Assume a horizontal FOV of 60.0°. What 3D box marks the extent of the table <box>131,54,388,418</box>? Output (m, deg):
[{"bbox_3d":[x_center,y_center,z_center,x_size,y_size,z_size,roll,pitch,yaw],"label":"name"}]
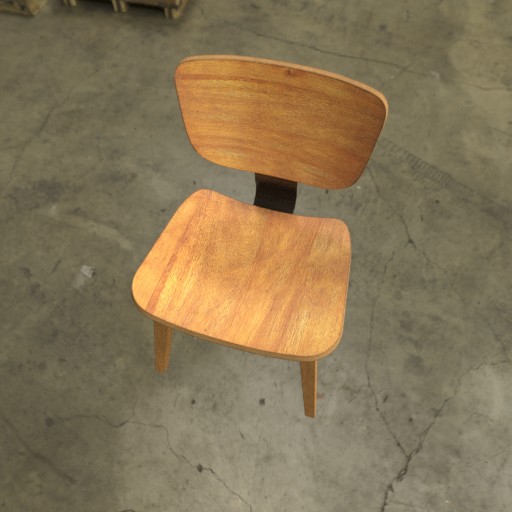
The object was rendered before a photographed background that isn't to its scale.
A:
[{"bbox_3d":[0.000,0.000,1.105,0.499,0.805,0.500,14,59,9],"label":"table"}]
